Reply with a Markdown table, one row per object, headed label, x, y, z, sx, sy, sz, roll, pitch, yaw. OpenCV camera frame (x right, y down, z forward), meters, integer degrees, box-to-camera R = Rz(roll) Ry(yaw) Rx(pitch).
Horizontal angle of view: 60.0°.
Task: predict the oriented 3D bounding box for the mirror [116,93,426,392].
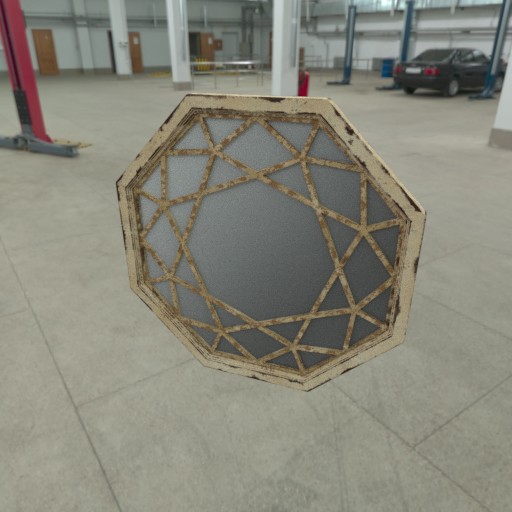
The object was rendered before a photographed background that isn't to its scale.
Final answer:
| label | x | y | z | sx | sy | sz | roll | pitch | yaw |
| --- | --- | --- | --- | --- | --- | --- | --- | --- | --- |
| mirror | 0.000 | 0.000 | 0.948 | 0.648 | 0.648 | 0.031 | 9 | 27 | 18 |
